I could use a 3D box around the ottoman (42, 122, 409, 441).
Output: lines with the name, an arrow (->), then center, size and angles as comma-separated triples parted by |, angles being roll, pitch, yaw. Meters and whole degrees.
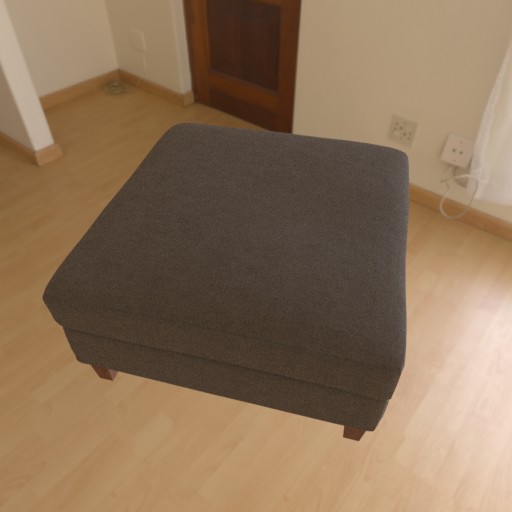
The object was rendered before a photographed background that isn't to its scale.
ottoman -> 0.000, 0.000, 1.395 | 0.861, 0.482, 0.881 | 10, 45, 10
